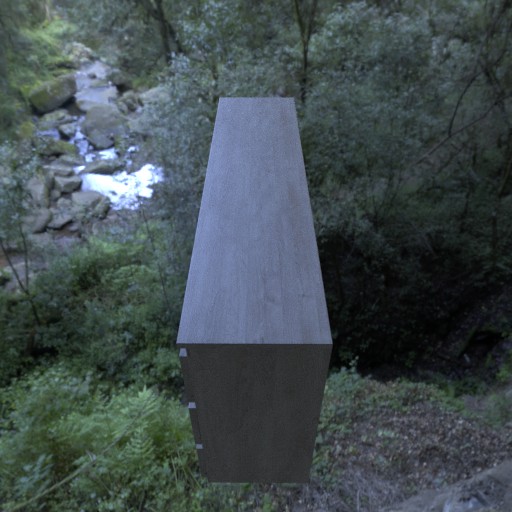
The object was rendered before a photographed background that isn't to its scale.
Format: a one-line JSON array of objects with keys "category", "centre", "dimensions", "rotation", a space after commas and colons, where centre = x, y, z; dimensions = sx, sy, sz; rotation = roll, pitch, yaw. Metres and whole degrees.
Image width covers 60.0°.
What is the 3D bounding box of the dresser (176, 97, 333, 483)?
[{"category": "dresser", "centre": [0.000, 0.000, 1.943], "dimensions": [0.390, 0.795, 1.590], "rotation": [0, 41, 0]}]
